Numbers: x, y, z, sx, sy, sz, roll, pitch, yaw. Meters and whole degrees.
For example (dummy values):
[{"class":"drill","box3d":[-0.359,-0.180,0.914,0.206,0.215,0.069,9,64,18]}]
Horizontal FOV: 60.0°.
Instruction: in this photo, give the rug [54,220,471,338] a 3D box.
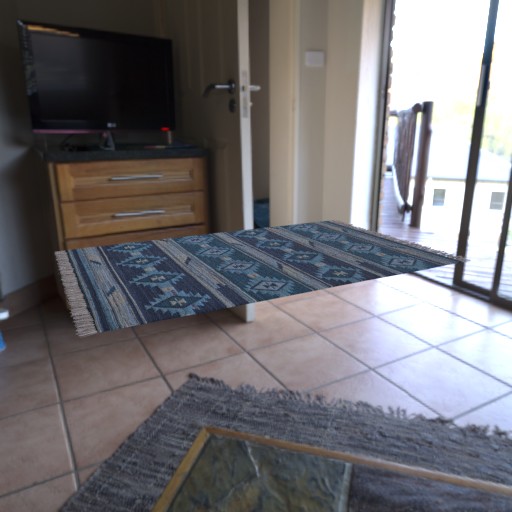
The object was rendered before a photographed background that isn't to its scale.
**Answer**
[{"class":"rug","box3d":[0.000,0.000,2.382,1.936,0.028,1.181,-8,18,-26]}]
